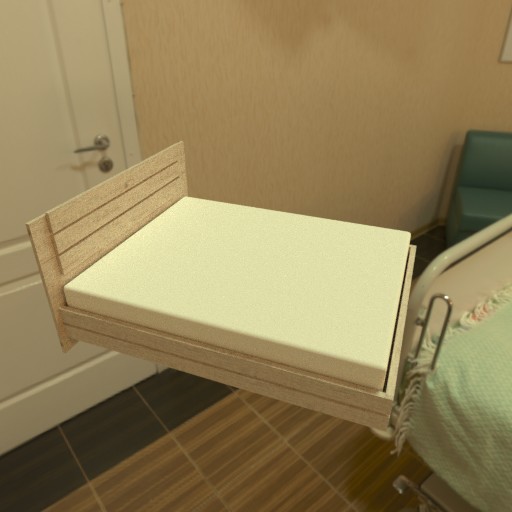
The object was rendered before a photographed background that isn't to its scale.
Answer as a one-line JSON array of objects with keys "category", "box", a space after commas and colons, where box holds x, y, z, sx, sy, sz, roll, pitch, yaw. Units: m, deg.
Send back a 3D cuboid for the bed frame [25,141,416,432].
[{"category": "bed frame", "box": [0.000, 0.000, 3.087, 2.080, 0.970, 1.750, 11, 32, 18]}]
